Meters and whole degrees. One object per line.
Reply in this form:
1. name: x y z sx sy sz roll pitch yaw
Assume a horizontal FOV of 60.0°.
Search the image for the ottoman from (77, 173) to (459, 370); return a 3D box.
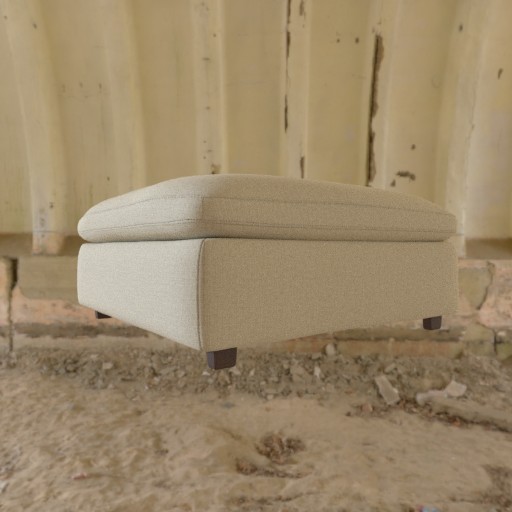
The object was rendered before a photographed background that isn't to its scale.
1. ottoman: 0.000 0.000 1.533 0.996 0.467 0.977 -1 1 -36
